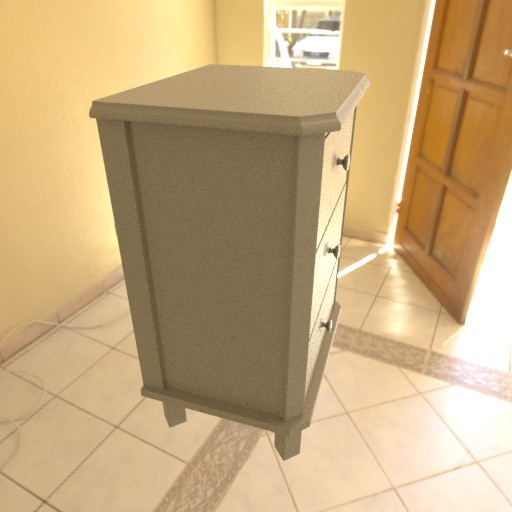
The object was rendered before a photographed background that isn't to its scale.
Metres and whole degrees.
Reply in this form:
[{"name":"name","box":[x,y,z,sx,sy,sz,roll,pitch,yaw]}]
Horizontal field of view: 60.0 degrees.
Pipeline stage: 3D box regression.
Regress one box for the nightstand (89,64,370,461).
[{"name":"nightstand","box":[0.000,0.000,0.927,0.350,0.680,0.450,9,32,16]}]
